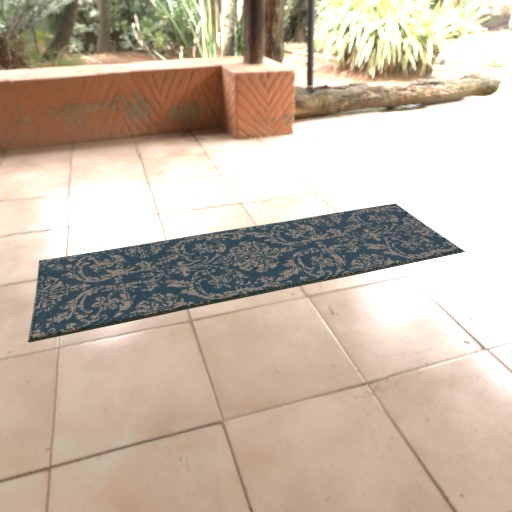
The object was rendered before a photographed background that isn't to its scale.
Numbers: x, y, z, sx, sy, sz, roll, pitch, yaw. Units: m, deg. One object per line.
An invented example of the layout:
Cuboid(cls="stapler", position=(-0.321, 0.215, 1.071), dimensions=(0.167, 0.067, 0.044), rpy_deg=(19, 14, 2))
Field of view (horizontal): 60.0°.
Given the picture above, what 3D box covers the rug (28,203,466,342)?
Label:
Cuboid(cls="rug", position=(0.000, 0.000, 2.377), dimensions=(2.196, 0.011, 0.662), rpy_deg=(-10, 33, -16))
